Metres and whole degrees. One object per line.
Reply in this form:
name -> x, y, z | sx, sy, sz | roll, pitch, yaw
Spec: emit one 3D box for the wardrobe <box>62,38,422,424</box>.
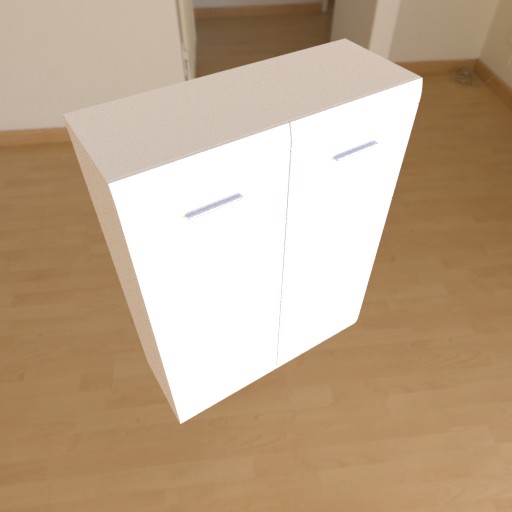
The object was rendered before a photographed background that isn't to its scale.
wardrobe -> 0.000, 0.000, 1.585 | 0.900, 1.200, 0.360 | -25, 51, -22
